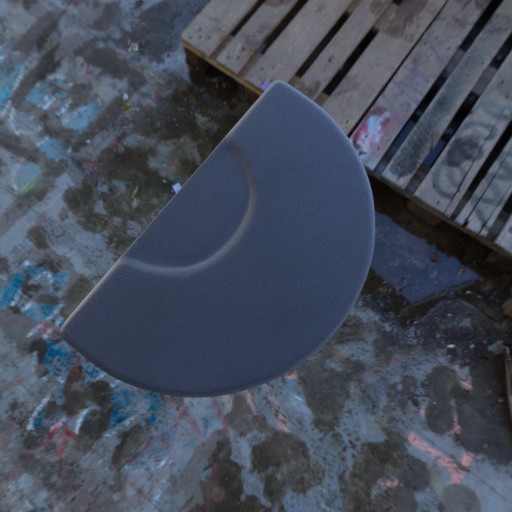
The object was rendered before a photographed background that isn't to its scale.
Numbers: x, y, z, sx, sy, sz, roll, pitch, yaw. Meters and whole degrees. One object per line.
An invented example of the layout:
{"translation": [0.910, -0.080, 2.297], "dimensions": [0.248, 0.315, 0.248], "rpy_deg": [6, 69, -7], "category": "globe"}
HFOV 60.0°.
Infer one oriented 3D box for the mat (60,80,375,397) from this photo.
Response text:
{"translation": [0.000, 0.000, 1.901], "dimensions": [0.917, 0.016, 1.525], "rpy_deg": [37, 79, 8], "category": "mat"}
